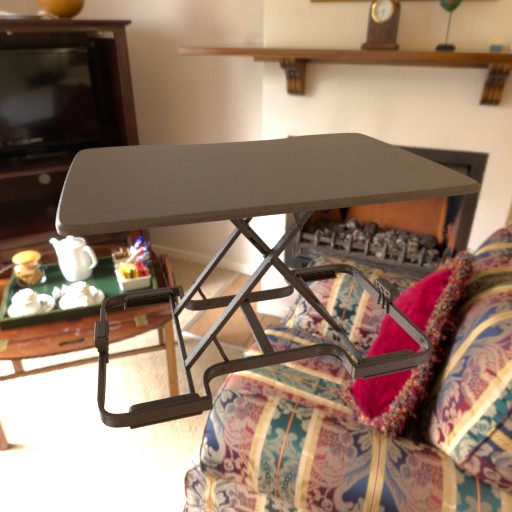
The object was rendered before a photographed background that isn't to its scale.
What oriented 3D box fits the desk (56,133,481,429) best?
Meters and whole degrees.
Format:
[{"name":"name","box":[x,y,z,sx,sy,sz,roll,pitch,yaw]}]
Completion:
[{"name":"desk","box":[0.000,0.000,1.116,0.820,0.470,0.546,-7,28,-14]}]
